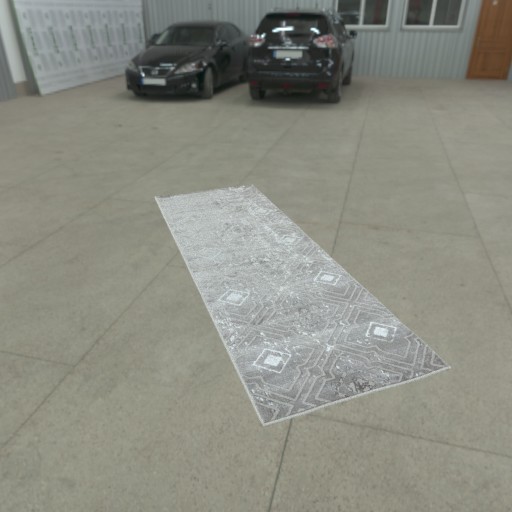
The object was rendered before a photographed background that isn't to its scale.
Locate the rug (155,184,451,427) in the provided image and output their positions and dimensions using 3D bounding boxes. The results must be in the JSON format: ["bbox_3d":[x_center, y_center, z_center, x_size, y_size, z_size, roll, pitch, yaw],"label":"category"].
[{"bbox_3d":[0.000,0.000,2.669,0.832,0.035,2.381,-10,30,-18],"label":"rug"}]
